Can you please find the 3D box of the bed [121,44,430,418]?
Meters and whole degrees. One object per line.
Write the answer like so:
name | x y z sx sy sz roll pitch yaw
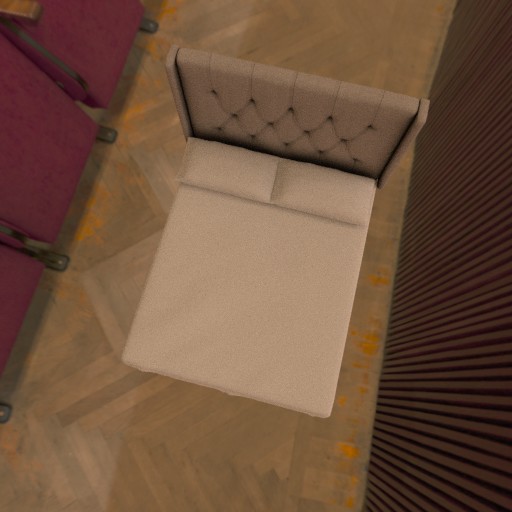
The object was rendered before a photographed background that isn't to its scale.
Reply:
bed | 0.000 0.000 3.329 1.719 1.665 2.066 14 74 4
